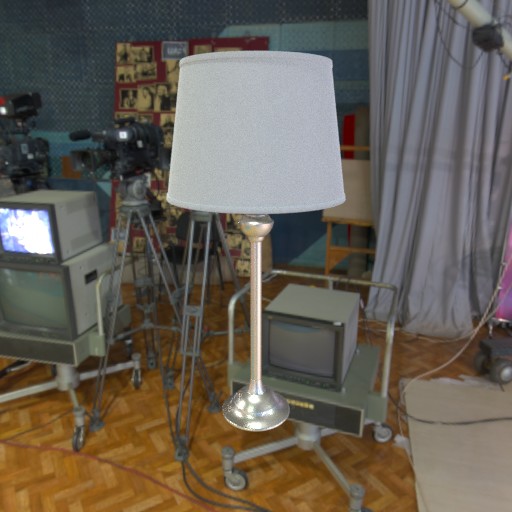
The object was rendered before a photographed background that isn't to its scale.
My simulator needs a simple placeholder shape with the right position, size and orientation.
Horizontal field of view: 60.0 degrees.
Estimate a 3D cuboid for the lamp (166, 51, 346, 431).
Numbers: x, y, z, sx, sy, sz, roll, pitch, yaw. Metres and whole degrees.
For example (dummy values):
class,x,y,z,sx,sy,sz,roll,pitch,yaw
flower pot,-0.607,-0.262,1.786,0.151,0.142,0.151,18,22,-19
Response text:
class,x,y,z,sx,sy,sz,roll,pitch,yaw
lamp,0.000,0.000,0.867,0.331,0.698,0.331,0,17,0
